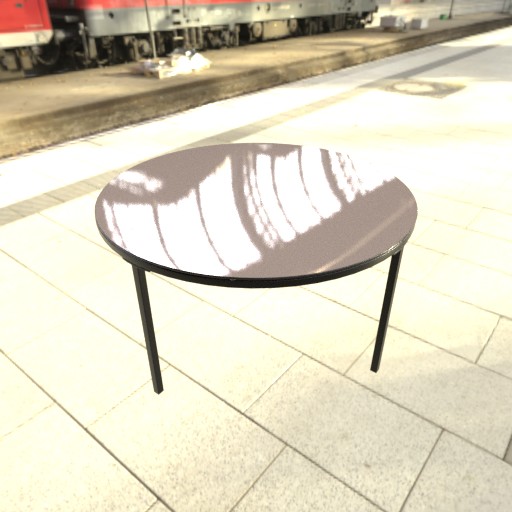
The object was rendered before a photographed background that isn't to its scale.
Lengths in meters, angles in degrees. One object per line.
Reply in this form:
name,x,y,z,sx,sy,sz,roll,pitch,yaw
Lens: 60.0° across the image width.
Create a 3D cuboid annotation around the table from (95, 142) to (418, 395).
table,0.000,0.000,1.250,0.800,0.400,0.800,0,32,0
